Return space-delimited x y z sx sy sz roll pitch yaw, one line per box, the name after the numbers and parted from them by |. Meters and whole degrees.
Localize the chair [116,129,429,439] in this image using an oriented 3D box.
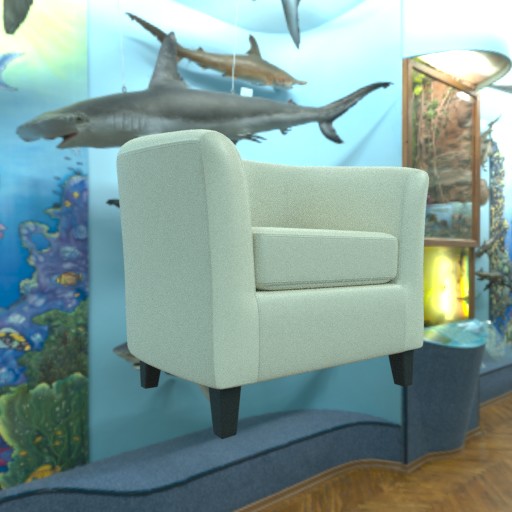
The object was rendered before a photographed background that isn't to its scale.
0.000 0.000 1.377 0.792 0.756 0.727 0 0 -36 | chair
